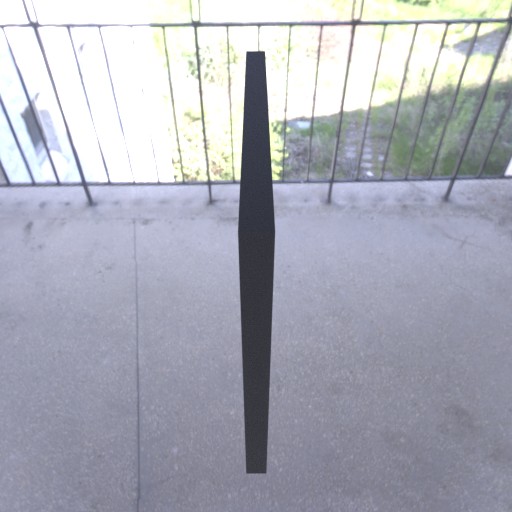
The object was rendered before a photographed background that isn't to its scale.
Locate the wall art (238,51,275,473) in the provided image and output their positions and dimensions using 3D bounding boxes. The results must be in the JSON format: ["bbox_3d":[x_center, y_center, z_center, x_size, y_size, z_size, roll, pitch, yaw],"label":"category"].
[{"bbox_3d":[0.000,0.000,0.752,0.033,0.507,0.508,0,41,0],"label":"wall art"}]
